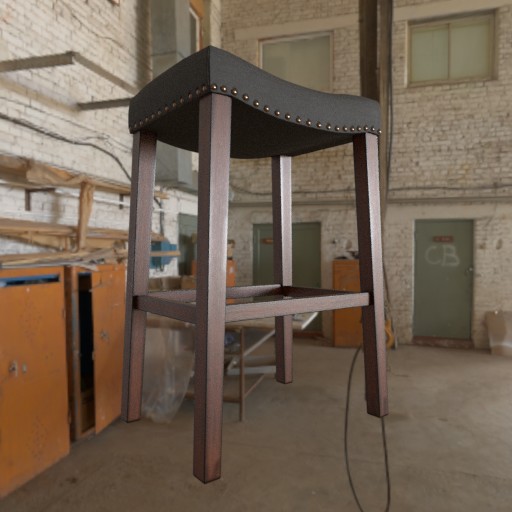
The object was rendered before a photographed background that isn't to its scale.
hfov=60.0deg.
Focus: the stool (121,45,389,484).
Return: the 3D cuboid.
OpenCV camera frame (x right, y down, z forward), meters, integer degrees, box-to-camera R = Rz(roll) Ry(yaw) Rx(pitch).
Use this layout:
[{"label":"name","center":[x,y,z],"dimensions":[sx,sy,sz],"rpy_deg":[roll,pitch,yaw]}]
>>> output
[{"label":"stool","center":[0.000,0.000,1.022],"dimensions":[0.502,0.748,0.366],"rpy_deg":[-1,1,-38]}]
